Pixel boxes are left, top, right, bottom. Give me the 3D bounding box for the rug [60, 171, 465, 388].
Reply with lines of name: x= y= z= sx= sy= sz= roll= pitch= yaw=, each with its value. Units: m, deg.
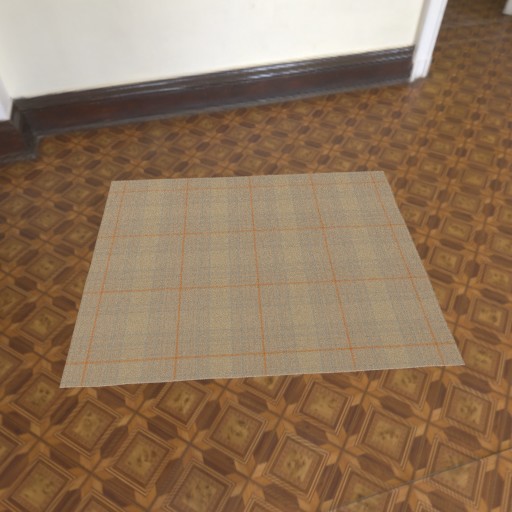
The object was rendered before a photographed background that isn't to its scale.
rug: x=0.000 y=0.000 z=4.140 sx=3.051 sy=0.021 sz=2.448 roll=-3 pitch=48 yaw=-2
